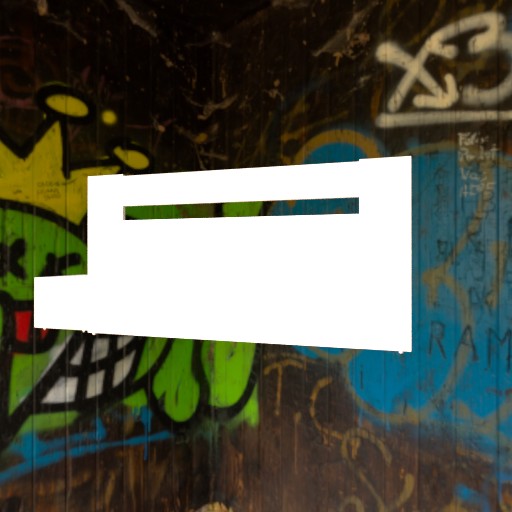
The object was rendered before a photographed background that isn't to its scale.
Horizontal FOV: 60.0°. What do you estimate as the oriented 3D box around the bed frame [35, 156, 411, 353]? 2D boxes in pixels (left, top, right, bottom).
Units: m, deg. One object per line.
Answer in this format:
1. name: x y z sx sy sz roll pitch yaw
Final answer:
1. bed frame: 0.000 0.000 3.200 2.040 0.860 2.050 0 0 17
